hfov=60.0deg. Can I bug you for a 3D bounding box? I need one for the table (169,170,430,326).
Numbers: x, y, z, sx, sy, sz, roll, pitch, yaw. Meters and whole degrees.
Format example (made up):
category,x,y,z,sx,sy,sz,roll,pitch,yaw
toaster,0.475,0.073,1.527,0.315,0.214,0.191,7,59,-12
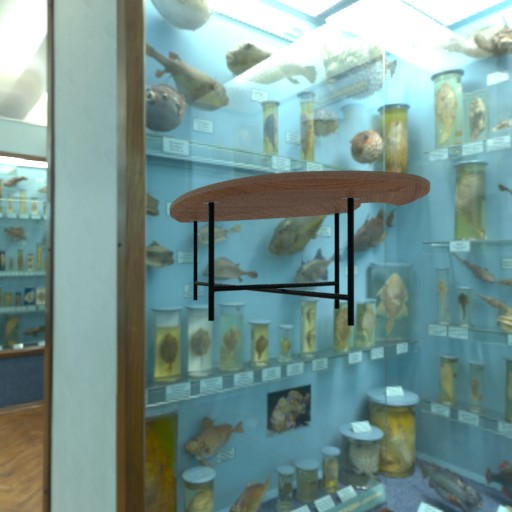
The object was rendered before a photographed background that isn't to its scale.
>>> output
category,x,y,z,sx,sy,sz,roll,pitch,yaw
table,0.000,0.000,1.477,0.598,0.360,1.199,0,0,-36
